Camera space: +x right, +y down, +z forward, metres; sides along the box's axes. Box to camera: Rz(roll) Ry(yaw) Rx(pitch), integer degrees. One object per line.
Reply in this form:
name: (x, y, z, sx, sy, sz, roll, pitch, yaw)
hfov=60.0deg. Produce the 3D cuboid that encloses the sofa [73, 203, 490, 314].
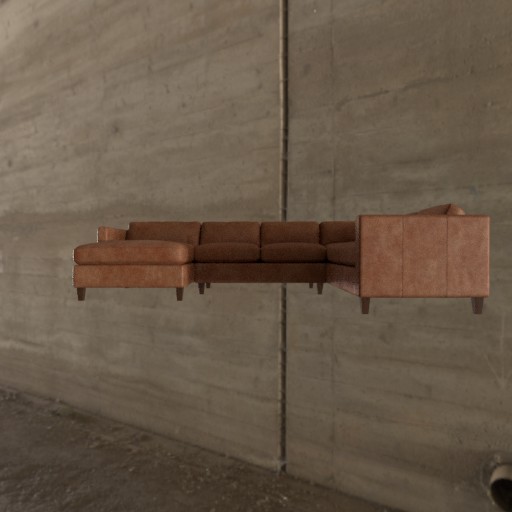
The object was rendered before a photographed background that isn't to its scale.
sofa: (0.000, 0.000, 4.416, 3.401, 0.832, 2.430, 0, 1, 0)
